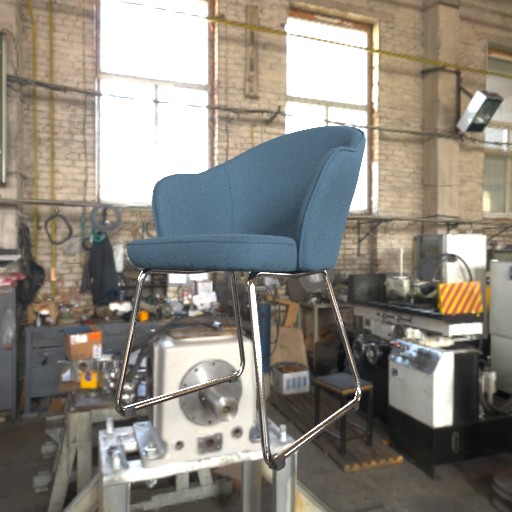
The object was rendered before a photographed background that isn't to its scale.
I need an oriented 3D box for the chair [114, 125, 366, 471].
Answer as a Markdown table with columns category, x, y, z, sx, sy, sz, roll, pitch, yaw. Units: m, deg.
| category | x | y | z | sx | sy | sz | roll | pitch | yaw |
| --- | --- | --- | --- | --- | --- | --- | --- | --- | --- |
| chair | 0.000 | 0.000 | 1.189 | 0.570 | 0.815 | 0.585 | 0 | 0 | 37 |
